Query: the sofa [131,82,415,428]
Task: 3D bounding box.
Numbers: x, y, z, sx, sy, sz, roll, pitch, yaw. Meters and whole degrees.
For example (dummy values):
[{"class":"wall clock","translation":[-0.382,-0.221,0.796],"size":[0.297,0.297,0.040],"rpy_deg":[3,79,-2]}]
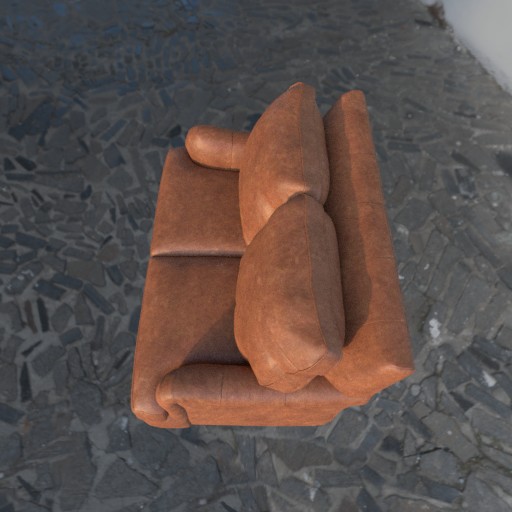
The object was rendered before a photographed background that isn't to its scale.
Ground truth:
[{"class":"sofa","translation":[0.000,0.000,2.185],"size":[1.077,1.004,1.527],"rpy_deg":[0,59,0]}]
